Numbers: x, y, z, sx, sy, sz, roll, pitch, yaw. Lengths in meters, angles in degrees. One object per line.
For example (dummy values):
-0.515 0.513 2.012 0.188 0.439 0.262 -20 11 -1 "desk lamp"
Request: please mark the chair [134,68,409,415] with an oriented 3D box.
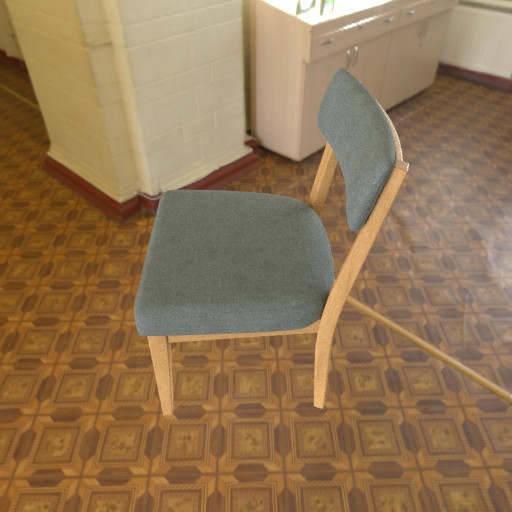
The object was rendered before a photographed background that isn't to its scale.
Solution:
0.000 0.000 1.197 0.572 0.832 0.508 -1 41 -1 "chair"
